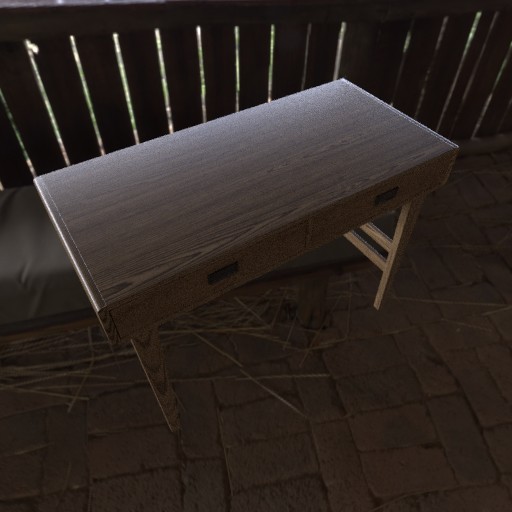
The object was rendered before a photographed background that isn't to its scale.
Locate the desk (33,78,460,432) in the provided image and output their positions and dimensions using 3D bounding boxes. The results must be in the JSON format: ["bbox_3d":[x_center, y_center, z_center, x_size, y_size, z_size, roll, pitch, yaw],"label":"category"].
[{"bbox_3d":[0.000,0.000,1.487,1.067,0.755,0.508,-25,52,-22],"label":"desk"}]
